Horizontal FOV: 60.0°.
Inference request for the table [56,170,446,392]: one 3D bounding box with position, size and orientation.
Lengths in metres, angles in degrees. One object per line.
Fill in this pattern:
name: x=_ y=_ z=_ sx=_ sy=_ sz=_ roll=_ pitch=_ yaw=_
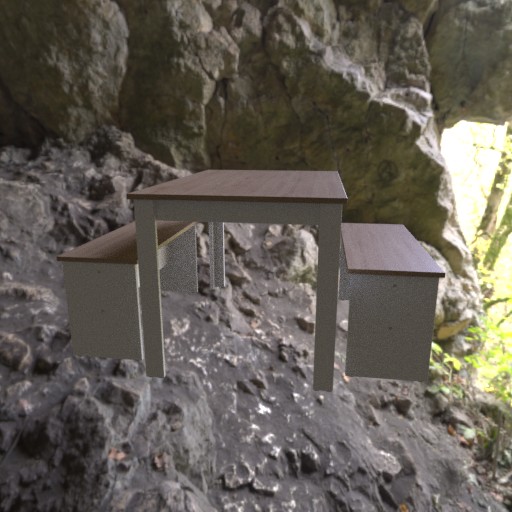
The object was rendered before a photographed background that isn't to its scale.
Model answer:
table: x=0.000 y=0.000 z=2.055 sx=1.443 sy=0.700 sz=1.100 roll=2 pitch=15 yaw=8
